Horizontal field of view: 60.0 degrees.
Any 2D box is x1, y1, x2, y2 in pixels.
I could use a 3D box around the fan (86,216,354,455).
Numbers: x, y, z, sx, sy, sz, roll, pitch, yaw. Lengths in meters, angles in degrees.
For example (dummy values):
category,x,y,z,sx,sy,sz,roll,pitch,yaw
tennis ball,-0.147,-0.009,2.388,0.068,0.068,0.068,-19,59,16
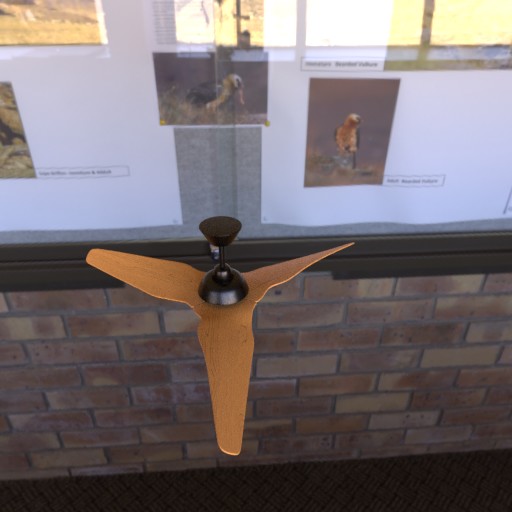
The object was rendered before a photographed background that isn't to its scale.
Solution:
category,x,y,z,sx,sy,sz,roll,pitch,yaw
fan,0.000,0.000,1.657,1.010,0.355,1.142,-21,37,-30
